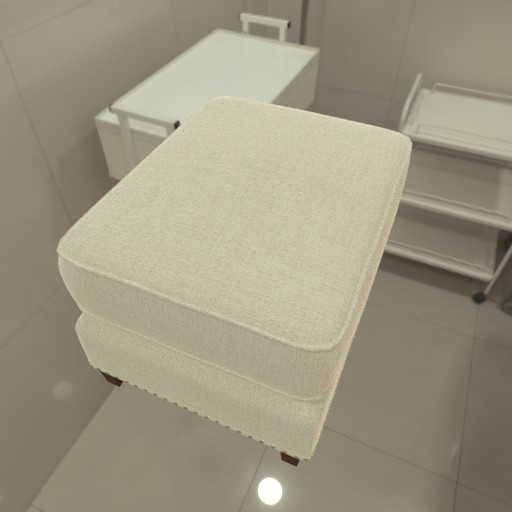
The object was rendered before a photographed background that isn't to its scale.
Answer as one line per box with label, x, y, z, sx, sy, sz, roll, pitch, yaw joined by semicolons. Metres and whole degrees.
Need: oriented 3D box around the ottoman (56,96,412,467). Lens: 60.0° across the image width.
ottoman;0.000;0.000;1.120;0.589;0.537;0.738;18;49;16
